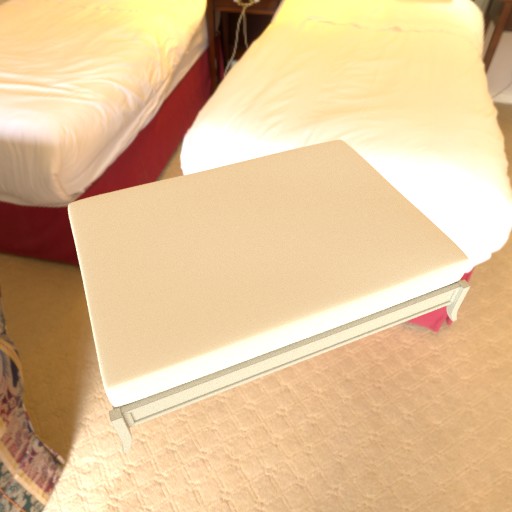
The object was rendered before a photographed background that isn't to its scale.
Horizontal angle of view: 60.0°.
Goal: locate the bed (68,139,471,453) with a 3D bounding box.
[{"bbox_3d":[0.000,0.000,2.658,1.985,0.510,1.460,-17,48,-16],"label":"bed"}]
